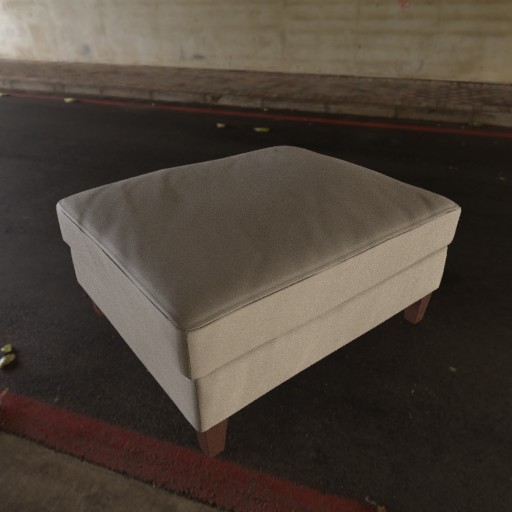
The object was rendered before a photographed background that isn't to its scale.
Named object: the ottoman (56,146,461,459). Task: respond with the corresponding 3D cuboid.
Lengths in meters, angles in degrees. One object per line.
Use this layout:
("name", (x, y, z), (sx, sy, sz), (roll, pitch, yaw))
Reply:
("ottoman", (0.000, 0.000, 1.470), (1.002, 0.492, 0.836), (-22, 36, -32))
